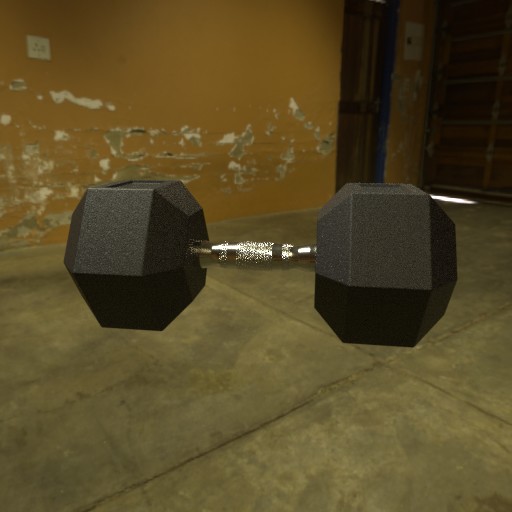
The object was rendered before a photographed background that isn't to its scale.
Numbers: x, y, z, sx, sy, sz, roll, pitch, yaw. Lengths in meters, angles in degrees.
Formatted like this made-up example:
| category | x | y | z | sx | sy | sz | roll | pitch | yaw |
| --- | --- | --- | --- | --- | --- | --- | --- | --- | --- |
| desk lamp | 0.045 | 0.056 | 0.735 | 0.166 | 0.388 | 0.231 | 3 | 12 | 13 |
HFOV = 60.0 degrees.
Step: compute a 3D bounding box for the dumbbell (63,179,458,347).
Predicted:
| category | x | y | z | sx | sy | sz | roll | pitch | yaw |
| --- | --- | --- | --- | --- | --- | --- | --- | --- | --- |
| dumbbell | 0.000 | 0.000 | 0.477 | 0.384 | 0.150 | 0.173 | 2 | 16 | 8 |
